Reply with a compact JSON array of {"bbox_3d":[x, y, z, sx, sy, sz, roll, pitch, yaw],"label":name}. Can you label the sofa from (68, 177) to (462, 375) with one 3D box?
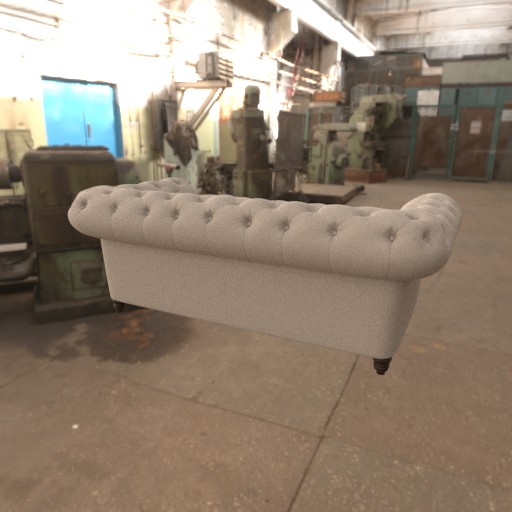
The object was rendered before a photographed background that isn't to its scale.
[{"bbox_3d":[0.000,0.000,2.464,1.998,0.764,0.986,8,18,26],"label":"sofa"}]
